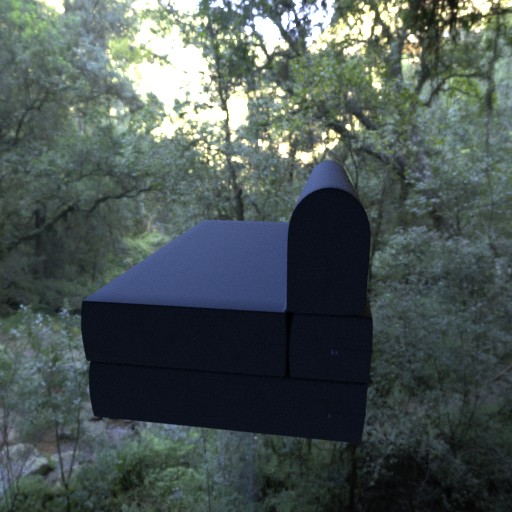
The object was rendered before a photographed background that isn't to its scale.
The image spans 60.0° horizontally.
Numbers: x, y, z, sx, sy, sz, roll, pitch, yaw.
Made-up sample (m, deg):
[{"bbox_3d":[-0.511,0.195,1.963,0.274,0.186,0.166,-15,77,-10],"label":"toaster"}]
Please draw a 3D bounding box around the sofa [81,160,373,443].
[{"bbox_3d":[0.000,0.000,1.686,0.762,0.660,1.219,2,15,9],"label":"sofa"}]
